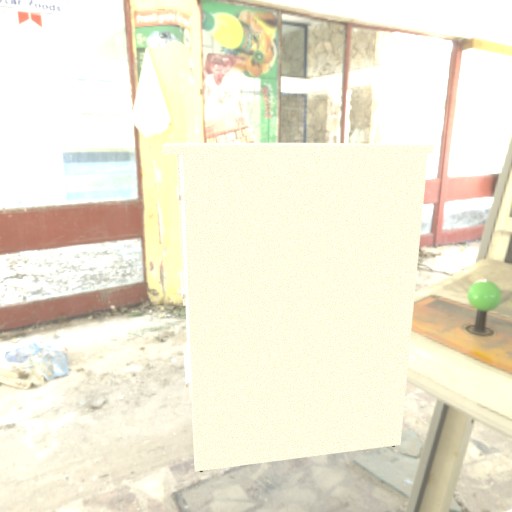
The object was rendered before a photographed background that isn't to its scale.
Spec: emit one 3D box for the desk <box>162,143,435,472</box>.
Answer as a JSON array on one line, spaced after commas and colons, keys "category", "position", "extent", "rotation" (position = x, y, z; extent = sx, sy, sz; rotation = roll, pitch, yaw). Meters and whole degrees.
[{"category": "desk", "position": [0.000, 0.000, 1.494], "extent": [0.560, 0.735, 1.097], "rotation": [-3, 15, -10]}]
